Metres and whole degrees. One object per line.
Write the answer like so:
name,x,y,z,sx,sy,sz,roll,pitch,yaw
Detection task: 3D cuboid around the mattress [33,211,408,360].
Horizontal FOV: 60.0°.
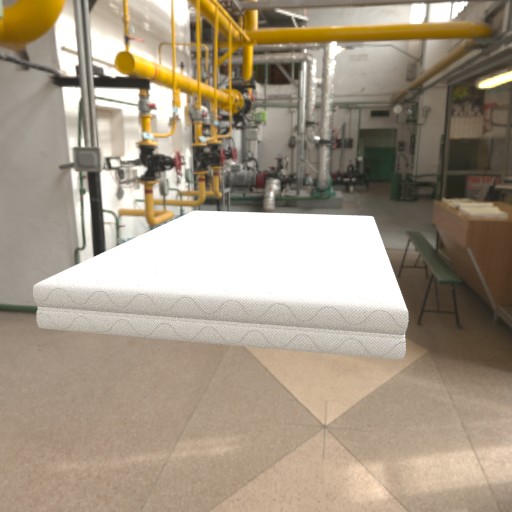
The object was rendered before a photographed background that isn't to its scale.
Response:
mattress,0.000,0.000,2.505,1.400,0.200,1.900,3,15,11
